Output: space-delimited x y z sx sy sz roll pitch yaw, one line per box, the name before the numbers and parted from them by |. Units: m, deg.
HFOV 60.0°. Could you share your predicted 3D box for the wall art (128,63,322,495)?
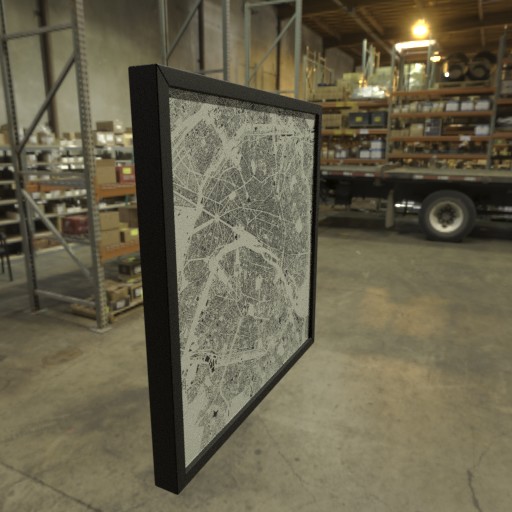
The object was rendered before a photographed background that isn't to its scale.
wall art | 0.000 0.000 0.726 0.037 0.508 0.508 7 15 26
